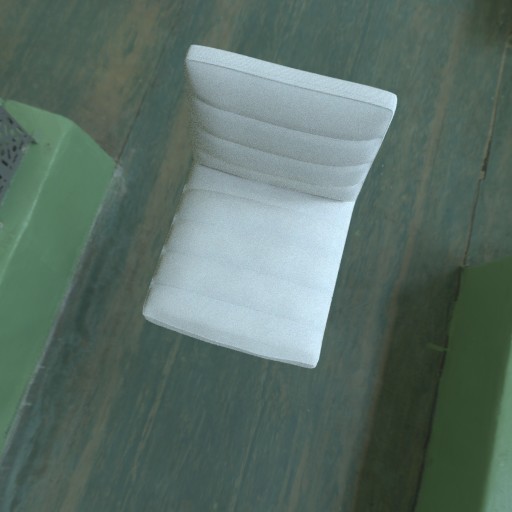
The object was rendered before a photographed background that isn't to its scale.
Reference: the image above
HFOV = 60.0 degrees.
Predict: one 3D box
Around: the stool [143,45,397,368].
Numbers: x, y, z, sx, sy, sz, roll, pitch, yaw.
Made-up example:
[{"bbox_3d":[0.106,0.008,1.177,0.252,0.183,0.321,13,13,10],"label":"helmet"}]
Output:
[{"bbox_3d":[0.000,0.000,1.341,0.464,1.061,0.573,15,77,4],"label":"stool"}]
